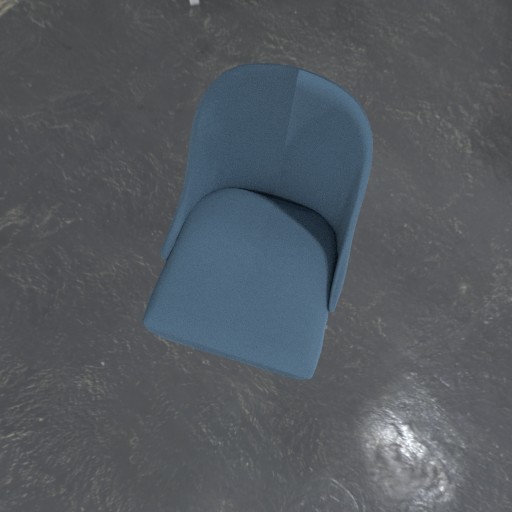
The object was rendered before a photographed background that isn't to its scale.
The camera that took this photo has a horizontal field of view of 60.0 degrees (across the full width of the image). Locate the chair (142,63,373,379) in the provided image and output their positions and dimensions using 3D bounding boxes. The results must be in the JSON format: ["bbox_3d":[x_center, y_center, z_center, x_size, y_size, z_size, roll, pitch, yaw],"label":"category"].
[{"bbox_3d":[0.000,0.000,1.255,0.503,0.882,0.589,17,76,5],"label":"chair"}]
